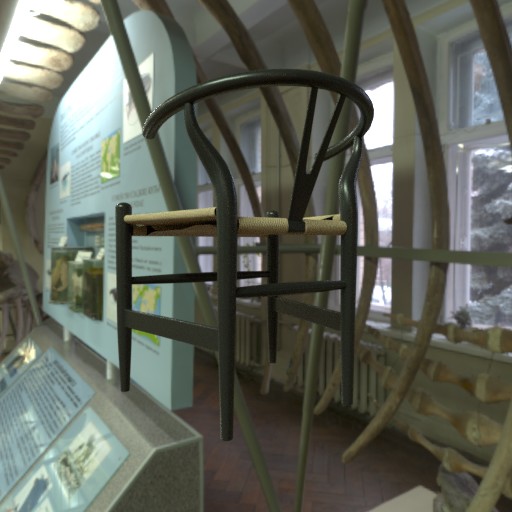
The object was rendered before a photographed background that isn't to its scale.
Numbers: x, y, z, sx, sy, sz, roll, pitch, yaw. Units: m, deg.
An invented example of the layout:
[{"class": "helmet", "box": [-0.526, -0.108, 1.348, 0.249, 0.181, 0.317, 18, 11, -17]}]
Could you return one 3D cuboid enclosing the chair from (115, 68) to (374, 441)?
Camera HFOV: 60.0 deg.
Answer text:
[{"class": "chair", "box": [0.000, 0.000, 1.124, 0.570, 0.739, 0.570, -1, 2, -35]}]
